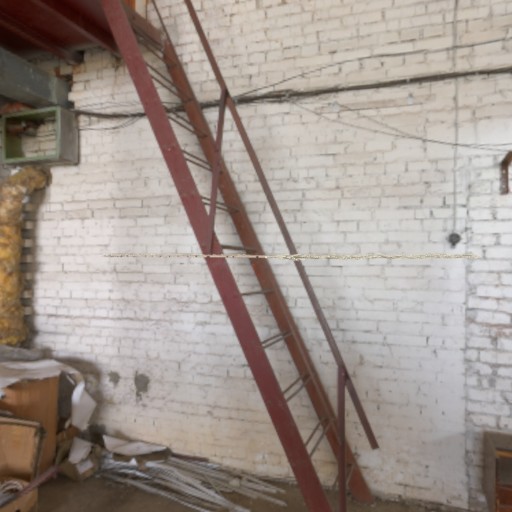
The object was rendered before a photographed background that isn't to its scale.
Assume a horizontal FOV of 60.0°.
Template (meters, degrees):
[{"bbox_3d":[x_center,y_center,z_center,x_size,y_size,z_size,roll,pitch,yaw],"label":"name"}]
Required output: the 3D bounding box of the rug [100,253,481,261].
[{"bbox_3d":[0.000,0.000,2.574,1.224,0.028,2.023,0,0,-35],"label":"rug"}]
